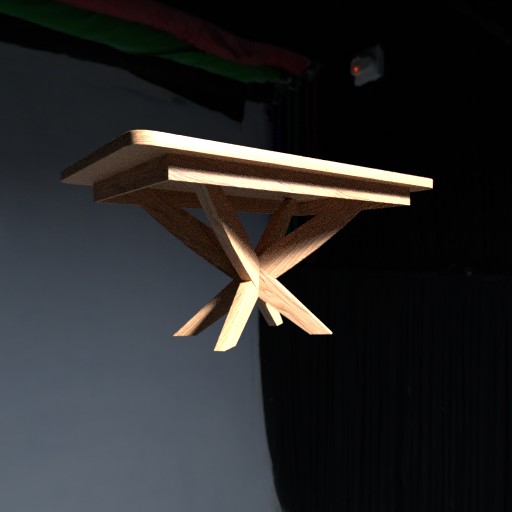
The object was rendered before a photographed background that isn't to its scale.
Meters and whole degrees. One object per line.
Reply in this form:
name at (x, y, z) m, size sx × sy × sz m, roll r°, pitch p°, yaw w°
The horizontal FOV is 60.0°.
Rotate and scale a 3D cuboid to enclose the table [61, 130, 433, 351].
table at (0.000, 0.000, 2.163) m, size 1.600 × 0.770 × 0.950 m, roll 0°, pitch 1°, yaw -37°
